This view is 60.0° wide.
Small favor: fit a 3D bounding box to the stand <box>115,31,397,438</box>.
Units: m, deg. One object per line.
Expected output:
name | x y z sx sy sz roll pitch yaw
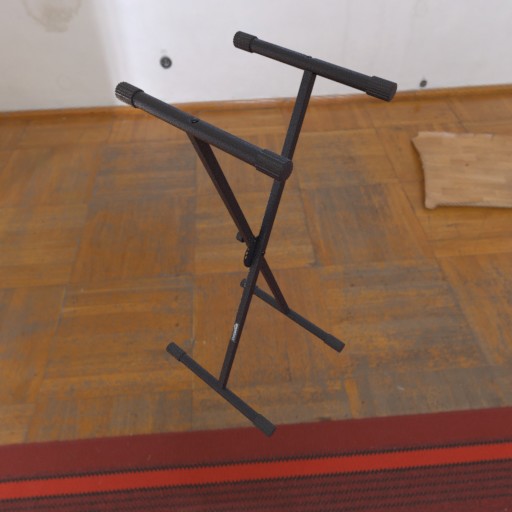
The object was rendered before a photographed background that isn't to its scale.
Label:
stand | 0.000 0.000 1.169 0.449 0.940 0.409 32 55 26
